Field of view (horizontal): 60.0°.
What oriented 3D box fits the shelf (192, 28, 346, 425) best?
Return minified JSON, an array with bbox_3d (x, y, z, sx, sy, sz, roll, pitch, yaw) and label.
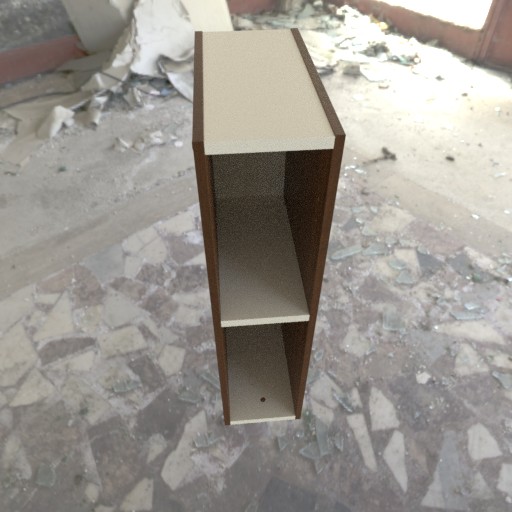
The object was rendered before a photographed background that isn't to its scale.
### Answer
[{"bbox_3d":[0.000,0.000,0.725,0.147,0.600,0.290,-4,45,-4],"label":"shelf"}]
